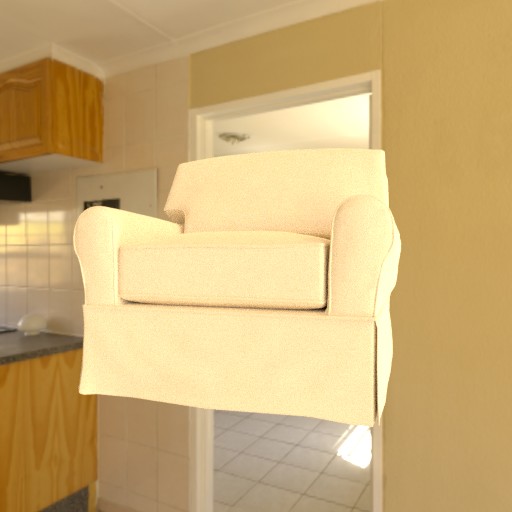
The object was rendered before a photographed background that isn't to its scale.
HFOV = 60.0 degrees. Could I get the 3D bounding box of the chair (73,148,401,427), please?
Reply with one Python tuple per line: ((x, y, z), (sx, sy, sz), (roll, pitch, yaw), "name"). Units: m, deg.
((0.000, 0.000, 1.766), (1.099, 0.958, 0.904), (0, 0, 19), "chair")
